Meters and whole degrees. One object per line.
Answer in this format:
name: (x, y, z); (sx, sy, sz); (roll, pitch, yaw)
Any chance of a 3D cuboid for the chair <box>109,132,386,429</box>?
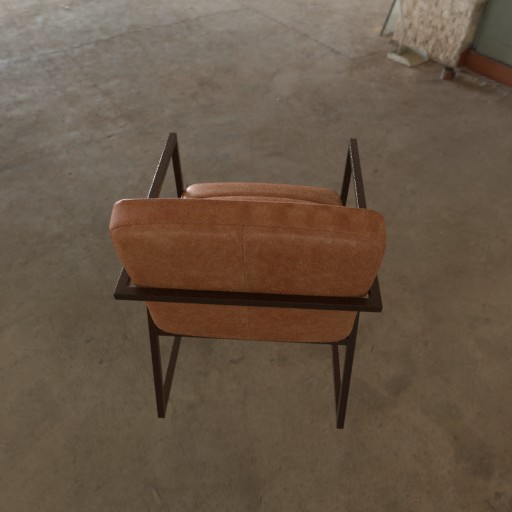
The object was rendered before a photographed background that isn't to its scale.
chair: (0.000, 0.000, 1.268); (0.571, 0.832, 0.677); (3, 46, 3)
